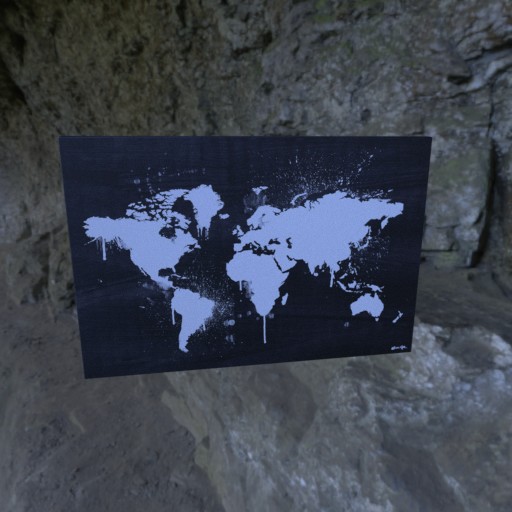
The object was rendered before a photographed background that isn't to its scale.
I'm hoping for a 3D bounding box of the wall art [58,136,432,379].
[{"bbox_3d":[0.000,0.000,0.783,0.610,0.409,0.038,-2,15,-9],"label":"wall art"}]
